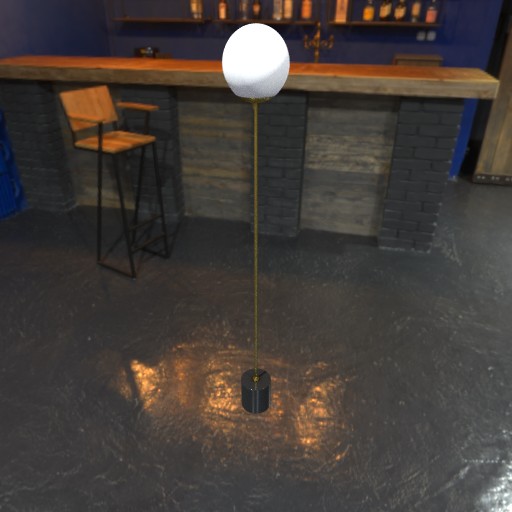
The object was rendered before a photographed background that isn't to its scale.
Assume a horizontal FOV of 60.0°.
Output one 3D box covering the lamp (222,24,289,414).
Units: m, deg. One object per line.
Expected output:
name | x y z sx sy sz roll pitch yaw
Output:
lamp | 0.000 0.000 1.883 0.229 1.748 0.229 8 30 14
